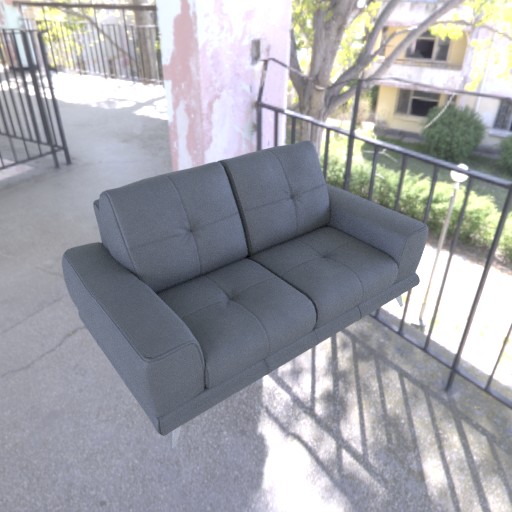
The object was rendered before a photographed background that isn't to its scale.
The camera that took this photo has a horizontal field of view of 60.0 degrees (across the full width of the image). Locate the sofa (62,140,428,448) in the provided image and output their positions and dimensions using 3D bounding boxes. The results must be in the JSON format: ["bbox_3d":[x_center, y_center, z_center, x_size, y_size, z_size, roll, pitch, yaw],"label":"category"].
[{"bbox_3d":[0.000,0.000,2.430,1.806,0.907,1.018,-22,38,-32],"label":"sofa"}]
